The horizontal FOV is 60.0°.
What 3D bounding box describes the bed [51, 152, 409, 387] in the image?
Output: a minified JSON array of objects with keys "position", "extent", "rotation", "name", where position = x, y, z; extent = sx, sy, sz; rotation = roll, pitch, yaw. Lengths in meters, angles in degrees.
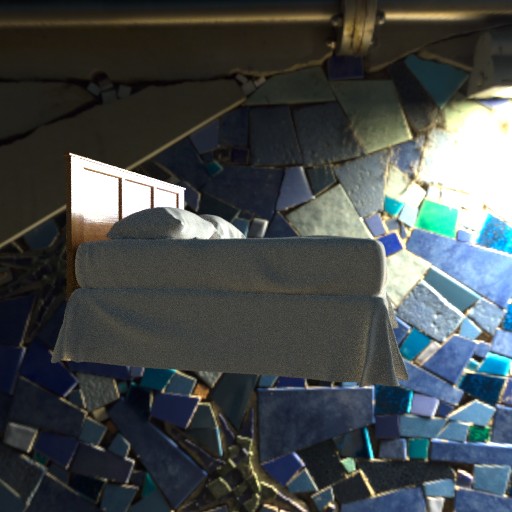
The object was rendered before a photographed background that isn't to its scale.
[{"position":[0.000,0.000,3.233],"extent":[2.035,1.273,1.870],"rotation":[0,1,16],"name":"bed"}]
